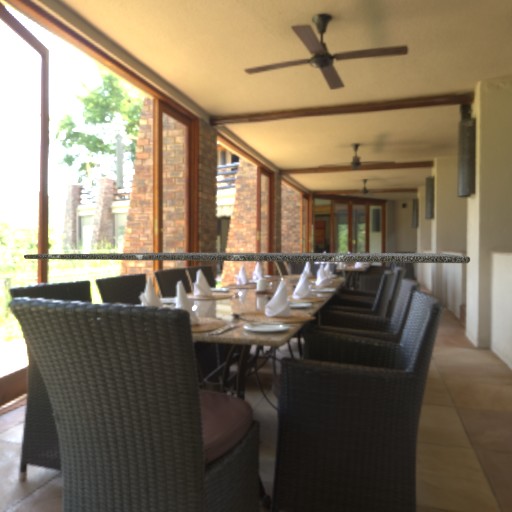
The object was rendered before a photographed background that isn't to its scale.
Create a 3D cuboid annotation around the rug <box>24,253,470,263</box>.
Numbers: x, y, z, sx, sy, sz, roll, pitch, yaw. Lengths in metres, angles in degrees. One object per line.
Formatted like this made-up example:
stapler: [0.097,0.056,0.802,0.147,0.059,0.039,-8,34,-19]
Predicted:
rug: [0.000,0.000,2.970,2.438,0.030,1.524,0,1,19]
